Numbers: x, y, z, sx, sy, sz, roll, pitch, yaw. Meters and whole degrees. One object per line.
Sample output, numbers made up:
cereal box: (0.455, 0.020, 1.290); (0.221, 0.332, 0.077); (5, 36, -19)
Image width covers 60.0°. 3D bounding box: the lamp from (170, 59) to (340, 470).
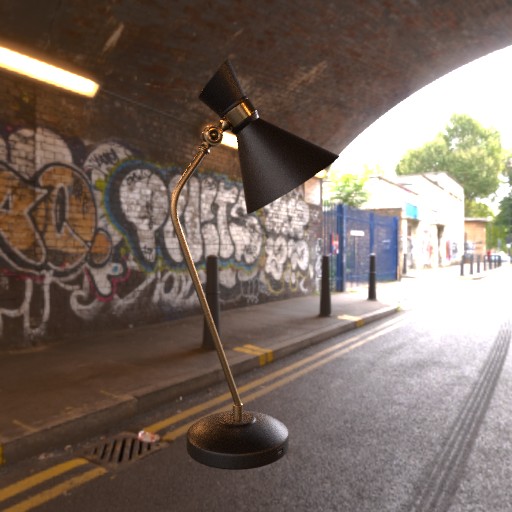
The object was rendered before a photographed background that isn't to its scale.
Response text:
lamp: (0.000, 0.000, 0.764); (0.292, 0.647, 0.189); (0, 1, -17)
